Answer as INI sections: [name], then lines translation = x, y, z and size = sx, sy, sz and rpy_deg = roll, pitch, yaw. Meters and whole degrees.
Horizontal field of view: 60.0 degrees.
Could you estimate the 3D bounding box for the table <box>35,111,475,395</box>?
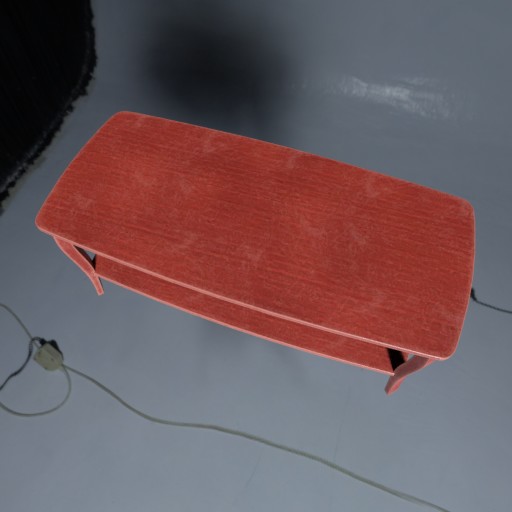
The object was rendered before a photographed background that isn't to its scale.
[table]
translation = 0.000, 0.000, 1.477
size = 1.216, 0.473, 0.561
rpy_deg = 17, 60, 10
